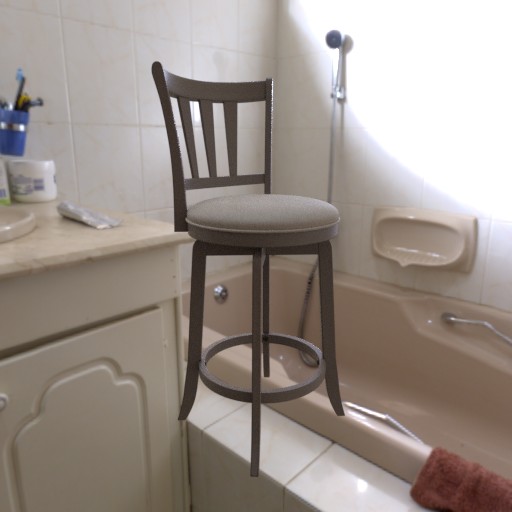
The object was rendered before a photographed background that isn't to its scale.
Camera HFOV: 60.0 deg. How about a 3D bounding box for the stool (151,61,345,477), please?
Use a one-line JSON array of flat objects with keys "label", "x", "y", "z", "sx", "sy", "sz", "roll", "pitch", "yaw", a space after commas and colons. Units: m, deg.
[{"label": "stool", "x": 0.000, "y": 0.000, "z": 1.272, "sx": 0.436, "sy": 1.023, "sz": 0.475, "roll": -13, "pitch": 20, "yaw": -42}]
